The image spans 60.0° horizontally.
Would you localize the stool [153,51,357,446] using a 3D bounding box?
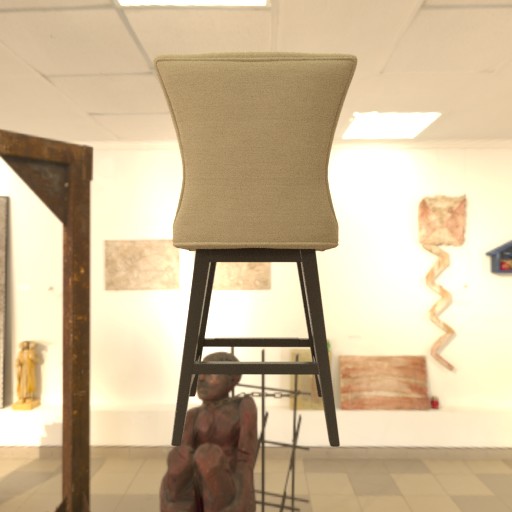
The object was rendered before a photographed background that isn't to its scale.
[{"bbox_3d":[0.000,0.000,1.332,0.514,1.000,0.574,0,0,1],"label":"stool"}]
